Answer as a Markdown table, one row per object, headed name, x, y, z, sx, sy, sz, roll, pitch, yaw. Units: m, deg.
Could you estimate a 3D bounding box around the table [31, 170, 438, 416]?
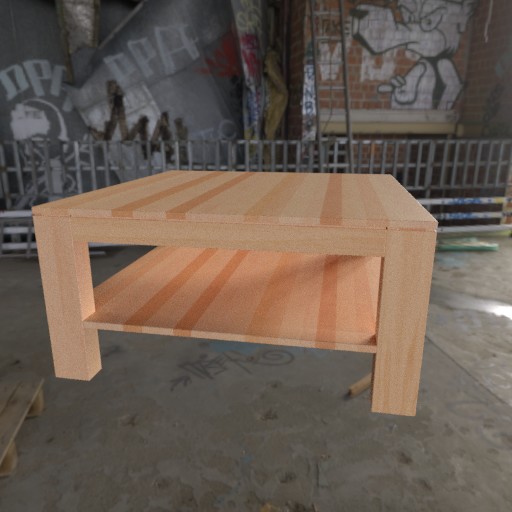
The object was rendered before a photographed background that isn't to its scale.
| name | x | y | z | sx | sy | sz | roll | pitch | yaw |
| --- | --- | --- | --- | --- | --- | --- | --- | --- | --- |
| table | 0.000 | 0.000 | 1.443 | 0.900 | 0.450 | 0.900 | 3 | 17 | 10 |
